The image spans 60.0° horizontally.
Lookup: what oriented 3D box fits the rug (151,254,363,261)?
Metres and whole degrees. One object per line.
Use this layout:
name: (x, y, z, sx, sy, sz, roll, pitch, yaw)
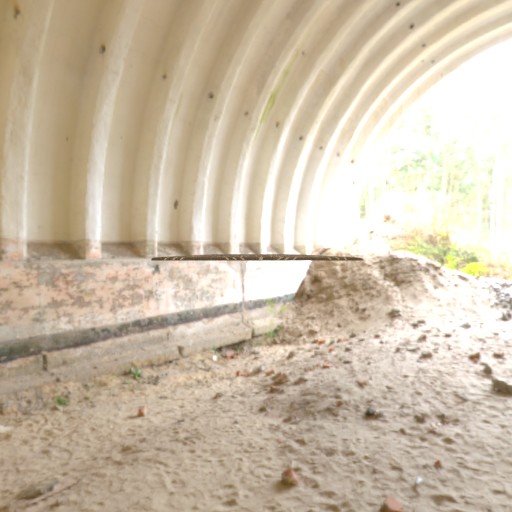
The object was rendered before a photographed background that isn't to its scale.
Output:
rug: (0.000, 0.000, 2.838, 0.773, 0.012, 2.464, 0, 1, 0)
